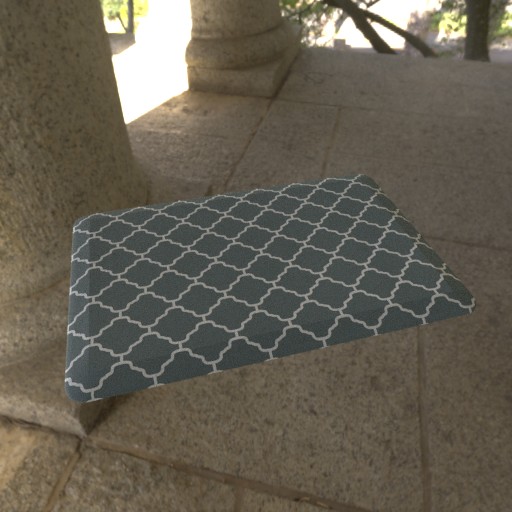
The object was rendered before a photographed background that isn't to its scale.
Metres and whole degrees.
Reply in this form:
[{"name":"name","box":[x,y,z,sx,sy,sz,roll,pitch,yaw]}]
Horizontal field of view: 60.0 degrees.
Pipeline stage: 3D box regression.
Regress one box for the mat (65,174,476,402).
[{"name":"mat","box":[0.000,0.000,0.944,0.762,0.021,0.508,-10,43,-11]}]
